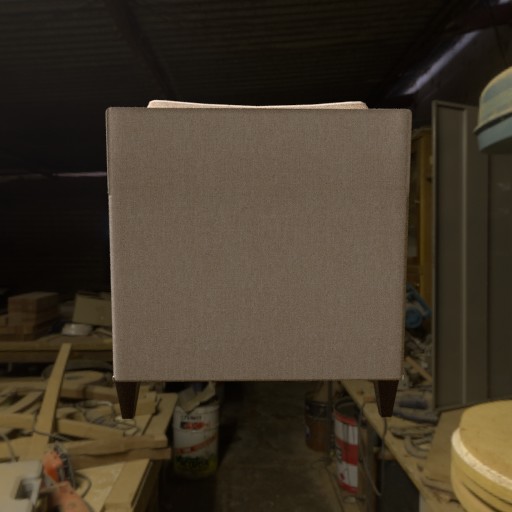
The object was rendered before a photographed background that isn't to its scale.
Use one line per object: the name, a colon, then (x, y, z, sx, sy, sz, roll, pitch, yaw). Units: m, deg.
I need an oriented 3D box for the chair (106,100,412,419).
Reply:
chair: (0.000, 0.000, 1.722, 0.838, 0.940, 1.041, 0, 1, -1)
